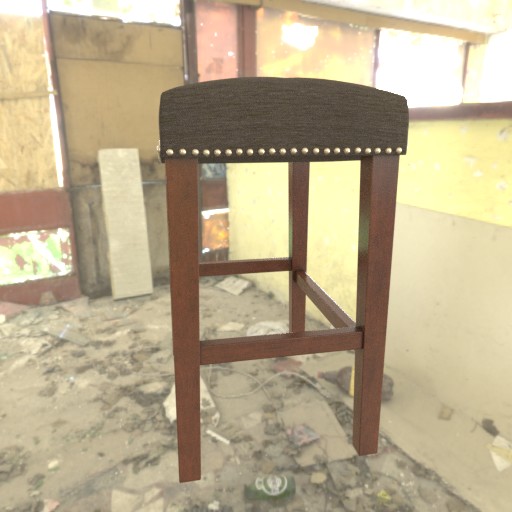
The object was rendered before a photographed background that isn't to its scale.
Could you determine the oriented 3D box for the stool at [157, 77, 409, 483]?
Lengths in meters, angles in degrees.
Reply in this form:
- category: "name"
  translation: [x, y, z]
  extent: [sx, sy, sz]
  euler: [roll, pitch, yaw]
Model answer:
- category: "stool"
  translation: [0.000, 0.000, 0.925]
  extent: [0.372, 0.654, 0.504]
  euler: [-3, 16, -11]
